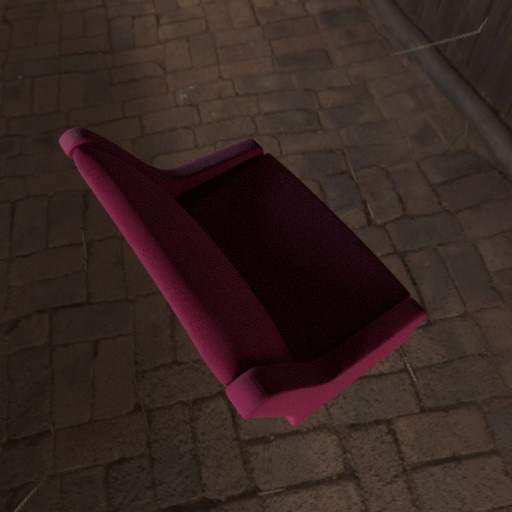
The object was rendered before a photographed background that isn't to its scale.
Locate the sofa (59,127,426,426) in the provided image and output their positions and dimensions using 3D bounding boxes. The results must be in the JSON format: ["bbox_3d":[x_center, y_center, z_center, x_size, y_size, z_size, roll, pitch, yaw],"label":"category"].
[{"bbox_3d":[0.000,0.000,1.915,0.946,0.976,1.242,-31,63,-18],"label":"sofa"}]
